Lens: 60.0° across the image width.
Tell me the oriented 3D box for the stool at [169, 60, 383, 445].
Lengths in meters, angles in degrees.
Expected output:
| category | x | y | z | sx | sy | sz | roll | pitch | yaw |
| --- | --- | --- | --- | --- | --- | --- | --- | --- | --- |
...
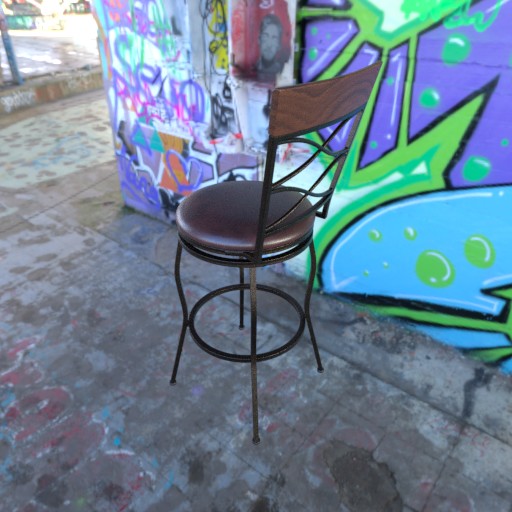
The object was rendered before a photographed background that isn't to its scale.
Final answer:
| category | x | y | z | sx | sy | sz | roll | pitch | yaw |
| --- | --- | --- | --- | --- | --- | --- | --- | --- | --- |
| stool | 0.000 | 0.000 | 1.398 | 0.513 | 1.130 | 0.448 | 23 | 38 | 32 |
